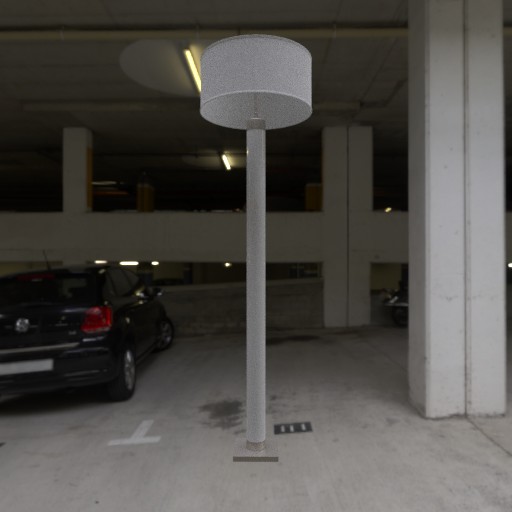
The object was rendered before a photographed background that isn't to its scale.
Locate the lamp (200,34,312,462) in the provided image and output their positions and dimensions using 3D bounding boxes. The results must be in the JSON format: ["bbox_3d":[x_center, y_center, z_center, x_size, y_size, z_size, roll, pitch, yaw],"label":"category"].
[{"bbox_3d":[0.000,0.000,1.665,0.420,1.475,0.420,0,0,1],"label":"lamp"}]
